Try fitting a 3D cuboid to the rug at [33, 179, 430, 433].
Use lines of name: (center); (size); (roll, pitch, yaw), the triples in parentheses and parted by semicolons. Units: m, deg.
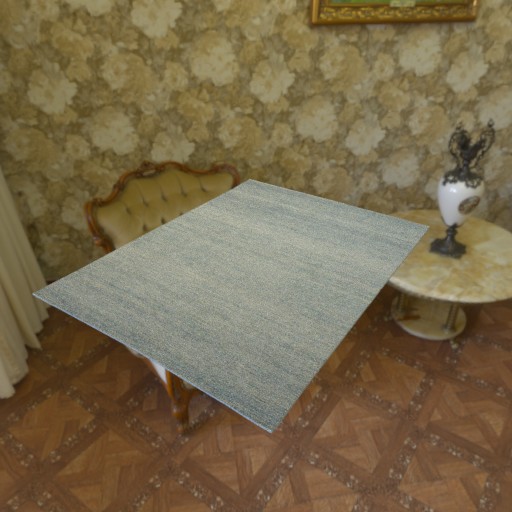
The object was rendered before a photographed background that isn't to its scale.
rug: (0.000, 0.000, 4.359); (2.461, 0.046, 3.237); (20, 37, 29)
